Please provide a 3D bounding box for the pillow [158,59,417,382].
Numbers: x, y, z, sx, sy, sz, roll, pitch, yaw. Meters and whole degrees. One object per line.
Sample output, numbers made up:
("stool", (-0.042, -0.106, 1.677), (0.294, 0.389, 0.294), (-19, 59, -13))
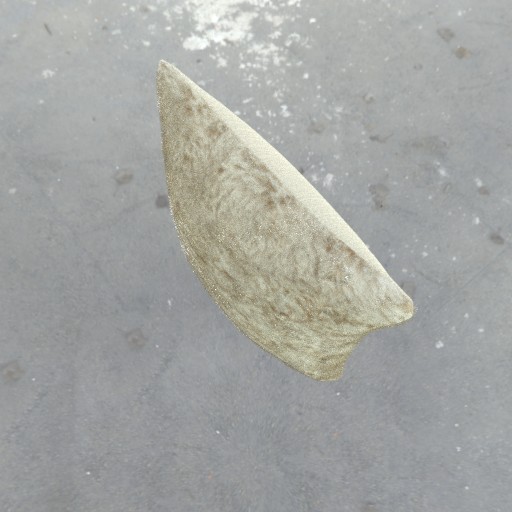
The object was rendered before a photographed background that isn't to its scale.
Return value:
("pillow", (0.000, 0.000, 0.820), (0.216, 0.525, 0.538), (-35, 69, -15))
